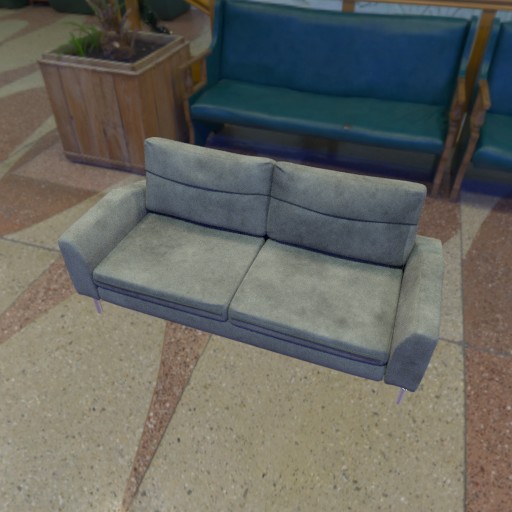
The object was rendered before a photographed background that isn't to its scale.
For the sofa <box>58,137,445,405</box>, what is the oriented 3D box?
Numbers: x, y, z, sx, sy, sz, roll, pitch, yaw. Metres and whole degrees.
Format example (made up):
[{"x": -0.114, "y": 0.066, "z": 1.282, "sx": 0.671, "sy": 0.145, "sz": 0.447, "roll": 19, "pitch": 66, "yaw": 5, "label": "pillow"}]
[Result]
[{"x": 0.000, "y": 0.000, "z": 2.371, "sx": 1.837, "sy": 0.859, "sz": 0.849, "roll": 13, "pitch": 42, "yaw": 15, "label": "sofa"}]
